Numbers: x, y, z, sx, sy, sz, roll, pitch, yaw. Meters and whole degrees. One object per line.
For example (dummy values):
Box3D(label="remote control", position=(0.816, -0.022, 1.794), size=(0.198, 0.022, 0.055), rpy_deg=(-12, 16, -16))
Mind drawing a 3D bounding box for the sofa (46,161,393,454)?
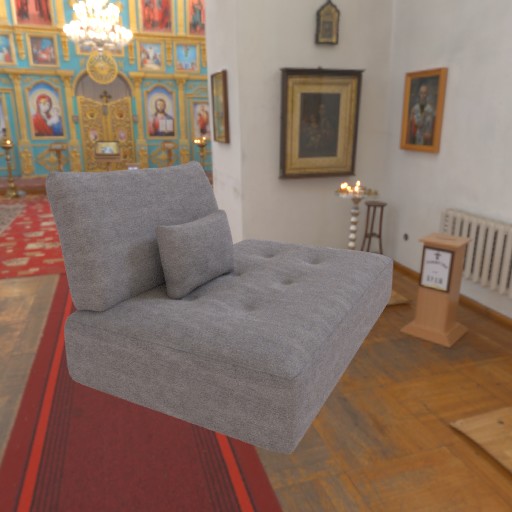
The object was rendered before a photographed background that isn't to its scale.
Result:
Box3D(label="sofa", position=(0.000, 0.000, 2.028), size=(1.002, 0.820, 1.450), rpy_deg=(8, 17, 26))
